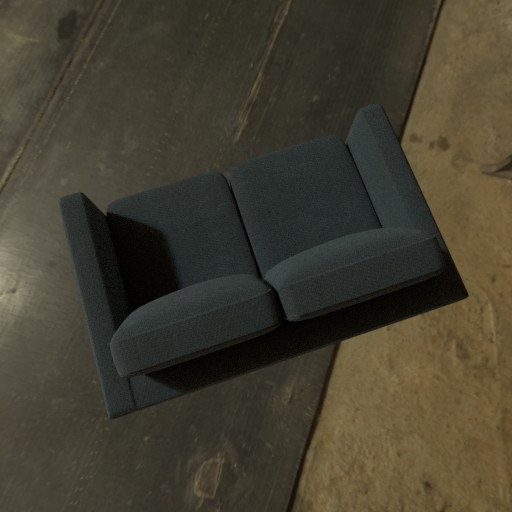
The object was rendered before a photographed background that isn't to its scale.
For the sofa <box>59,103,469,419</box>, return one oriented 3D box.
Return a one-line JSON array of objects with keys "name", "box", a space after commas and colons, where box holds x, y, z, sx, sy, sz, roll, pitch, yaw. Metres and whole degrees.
[{"name": "sofa", "box": [0.000, 0.000, 2.103, 1.518, 0.930, 0.999, -18, 76, -4]}]
